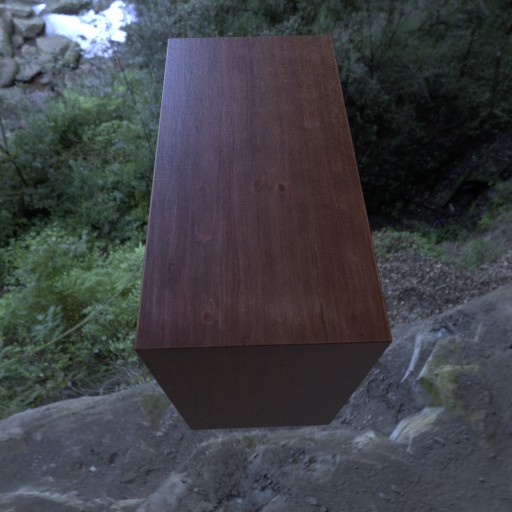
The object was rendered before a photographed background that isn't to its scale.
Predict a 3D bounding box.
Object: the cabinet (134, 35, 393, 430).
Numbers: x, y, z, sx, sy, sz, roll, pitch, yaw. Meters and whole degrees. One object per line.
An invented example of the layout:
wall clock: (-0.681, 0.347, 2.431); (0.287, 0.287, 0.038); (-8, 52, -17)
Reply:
cabinet: (0.000, 0.000, 1.228); (0.412, 0.785, 0.796); (-2, 59, -1)
